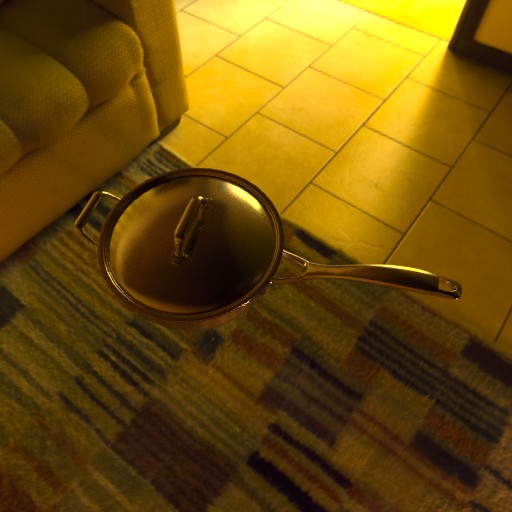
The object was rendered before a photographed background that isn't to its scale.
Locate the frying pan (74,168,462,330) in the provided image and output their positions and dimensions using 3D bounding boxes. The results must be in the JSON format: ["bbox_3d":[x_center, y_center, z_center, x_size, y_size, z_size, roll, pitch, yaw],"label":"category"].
[{"bbox_3d":[0.000,0.000,0.659,0.561,0.114,0.280,15,59,9],"label":"frying pan"}]
